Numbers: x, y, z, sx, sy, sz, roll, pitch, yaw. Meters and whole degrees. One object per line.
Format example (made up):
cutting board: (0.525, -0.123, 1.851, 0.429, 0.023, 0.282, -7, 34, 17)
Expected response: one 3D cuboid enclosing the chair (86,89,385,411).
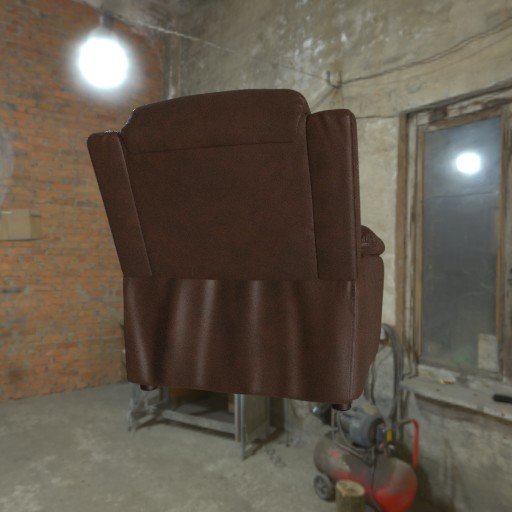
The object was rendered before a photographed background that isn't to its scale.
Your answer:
chair: (0.000, 0.000, 1.233, 0.680, 0.702, 0.707, 0, 0, 17)
